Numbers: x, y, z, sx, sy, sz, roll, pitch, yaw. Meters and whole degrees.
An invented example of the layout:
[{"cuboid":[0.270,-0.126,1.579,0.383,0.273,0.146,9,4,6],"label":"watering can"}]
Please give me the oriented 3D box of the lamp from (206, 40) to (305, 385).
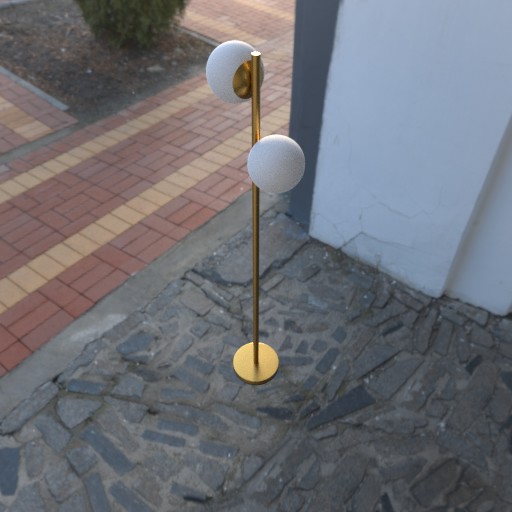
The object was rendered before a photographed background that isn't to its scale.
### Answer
[{"cuboid":[0.000,0.000,1.866,0.249,1.641,0.419,-26,49,-25],"label":"lamp"}]
